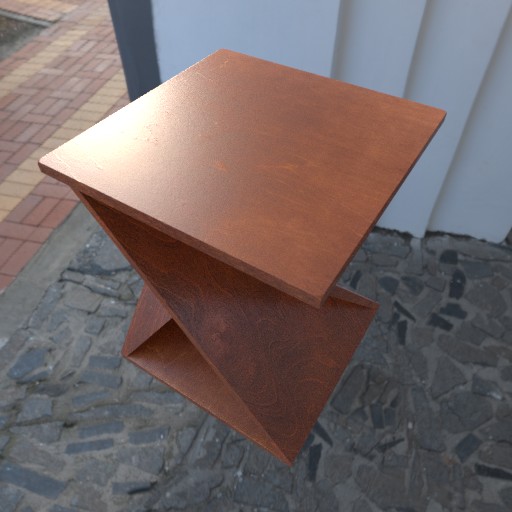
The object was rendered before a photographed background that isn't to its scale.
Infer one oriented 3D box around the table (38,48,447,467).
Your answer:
[{"bbox_3d":[0.000,0.000,0.830,0.427,0.520,0.427,25,52,21],"label":"table"}]
